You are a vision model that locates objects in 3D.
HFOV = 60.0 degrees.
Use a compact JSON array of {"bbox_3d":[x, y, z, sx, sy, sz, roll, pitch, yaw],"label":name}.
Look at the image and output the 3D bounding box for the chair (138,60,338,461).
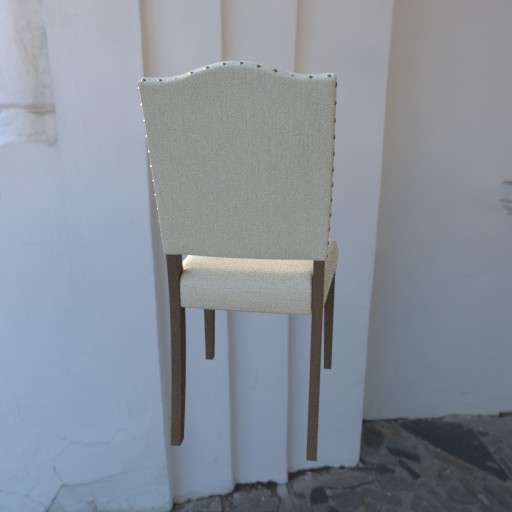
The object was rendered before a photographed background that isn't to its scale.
[{"bbox_3d":[0.000,0.000,1.348,0.508,1.015,0.619,2,15,9],"label":"chair"}]
